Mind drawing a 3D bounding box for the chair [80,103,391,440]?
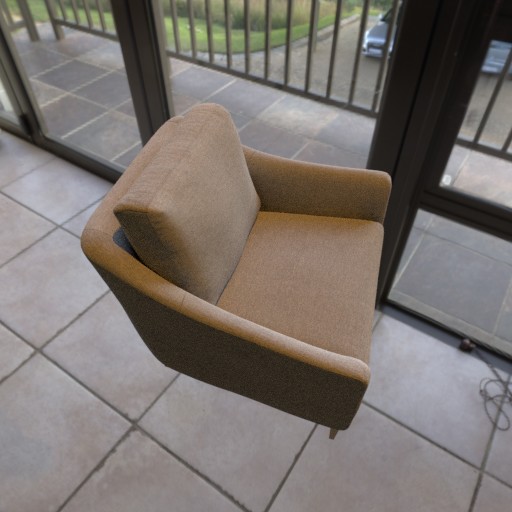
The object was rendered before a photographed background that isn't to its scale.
[{"bbox_3d":[0.000,0.000,1.727,0.961,0.902,0.986,11,48,10],"label":"chair"}]
